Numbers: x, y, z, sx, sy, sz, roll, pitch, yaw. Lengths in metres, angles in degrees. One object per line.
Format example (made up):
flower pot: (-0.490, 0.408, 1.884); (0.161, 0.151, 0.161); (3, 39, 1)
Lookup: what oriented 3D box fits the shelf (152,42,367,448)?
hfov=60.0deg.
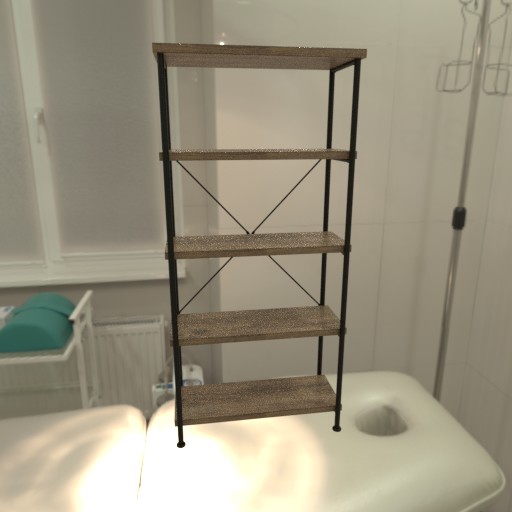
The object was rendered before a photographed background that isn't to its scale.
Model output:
shelf: (0.000, 0.000, 2.026); (0.800, 1.700, 0.360); (-2, 16, -9)
